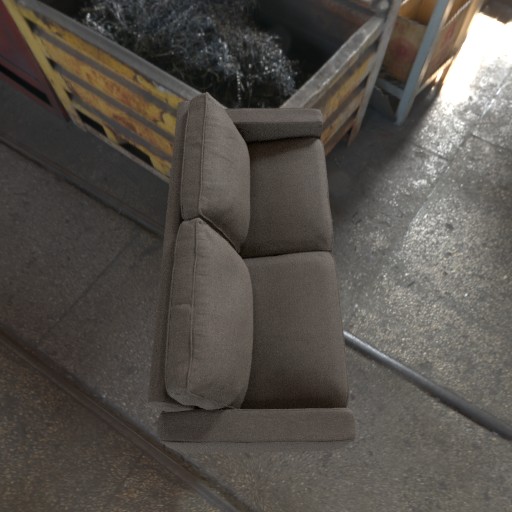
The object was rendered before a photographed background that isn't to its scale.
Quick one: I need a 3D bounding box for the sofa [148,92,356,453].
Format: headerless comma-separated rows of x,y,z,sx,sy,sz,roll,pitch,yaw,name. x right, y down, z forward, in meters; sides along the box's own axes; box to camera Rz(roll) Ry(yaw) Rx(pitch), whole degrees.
0.000,0.000,2.598,0.940,0.919,2.080,0,62,0,sofa
